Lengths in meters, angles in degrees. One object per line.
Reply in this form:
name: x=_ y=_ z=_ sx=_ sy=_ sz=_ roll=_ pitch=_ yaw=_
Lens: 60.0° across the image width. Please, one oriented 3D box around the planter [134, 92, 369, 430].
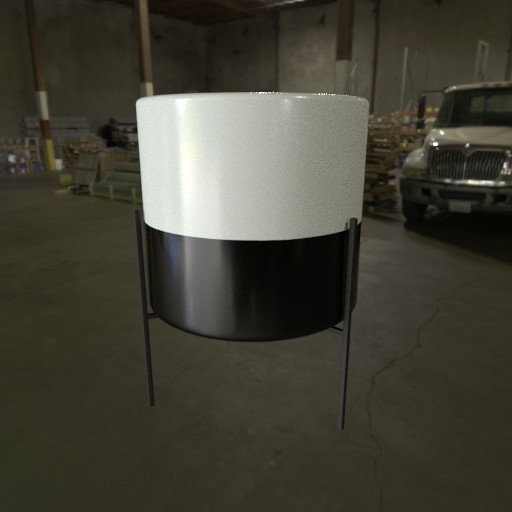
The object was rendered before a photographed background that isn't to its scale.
planter: x=0.000 y=0.000 z=0.649 sx=0.310 sy=0.432 sz=0.310 roll=8 pitch=18 yaw=25
